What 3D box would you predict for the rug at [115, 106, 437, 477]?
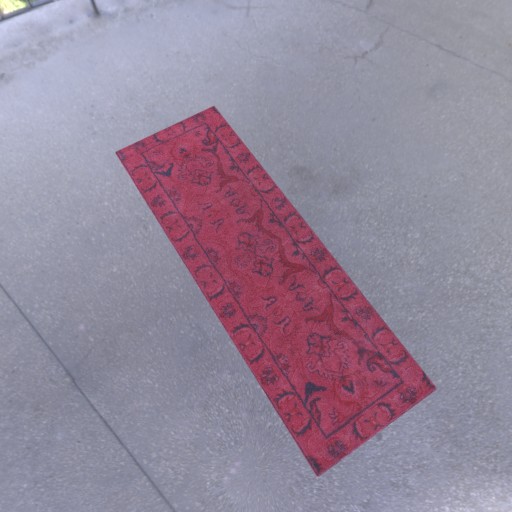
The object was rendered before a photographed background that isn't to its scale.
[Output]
[{"bbox_3d":[0.000,0.000,2.786,0.813,0.018,2.439,-30,68,-13],"label":"rug"}]
